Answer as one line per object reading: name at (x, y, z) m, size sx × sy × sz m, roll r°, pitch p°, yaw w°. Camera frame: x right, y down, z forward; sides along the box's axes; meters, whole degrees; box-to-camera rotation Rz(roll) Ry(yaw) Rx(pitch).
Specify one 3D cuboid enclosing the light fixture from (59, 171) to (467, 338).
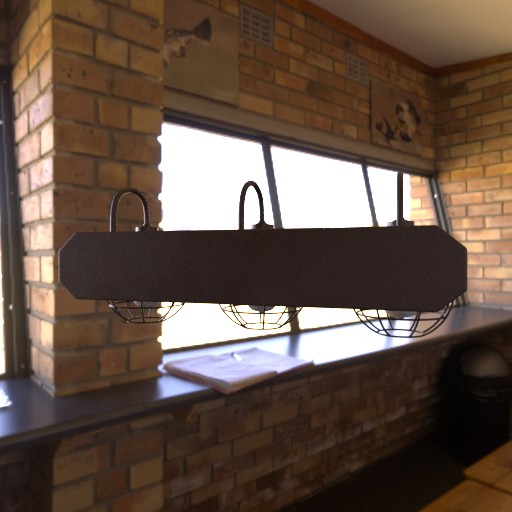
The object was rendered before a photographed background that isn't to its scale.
light fixture at (0.000, 0.000, 0.764) m, size 0.634 × 0.254 × 0.229 m, roll 0°, pitch 0°, yaw 18°
